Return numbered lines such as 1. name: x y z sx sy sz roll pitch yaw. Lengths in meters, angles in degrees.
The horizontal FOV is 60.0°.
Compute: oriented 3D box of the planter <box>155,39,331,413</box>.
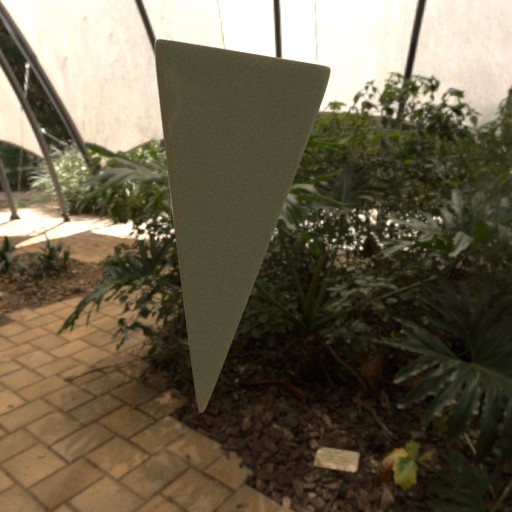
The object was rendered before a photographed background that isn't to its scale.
1. planter: 0.000 0.000 0.213 0.064 0.178 0.080 2 15 9
